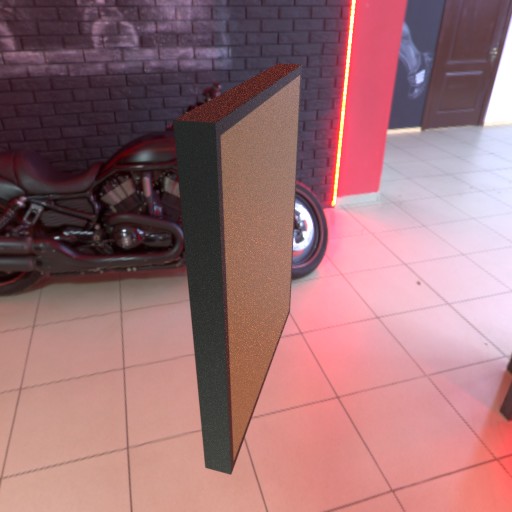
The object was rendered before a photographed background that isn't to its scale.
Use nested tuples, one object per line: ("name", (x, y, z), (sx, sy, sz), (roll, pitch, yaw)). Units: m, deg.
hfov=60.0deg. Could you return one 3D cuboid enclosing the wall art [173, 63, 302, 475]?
("wall art", (0.000, 0.000, 0.504), (0.030, 0.369, 0.294), (8, 31, 14))
